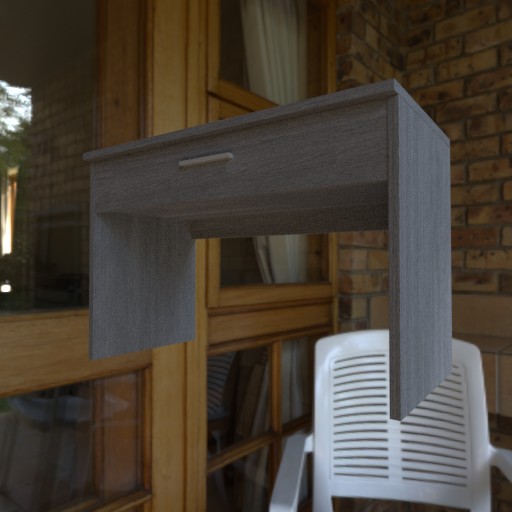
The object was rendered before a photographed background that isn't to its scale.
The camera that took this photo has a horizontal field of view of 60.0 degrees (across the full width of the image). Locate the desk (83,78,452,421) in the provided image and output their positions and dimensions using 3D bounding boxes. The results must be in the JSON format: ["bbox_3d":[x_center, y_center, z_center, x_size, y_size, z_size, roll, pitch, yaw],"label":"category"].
[{"bbox_3d":[0.000,0.000,1.472,1.099,0.729,0.557,-1,-2,35],"label":"desk"}]
